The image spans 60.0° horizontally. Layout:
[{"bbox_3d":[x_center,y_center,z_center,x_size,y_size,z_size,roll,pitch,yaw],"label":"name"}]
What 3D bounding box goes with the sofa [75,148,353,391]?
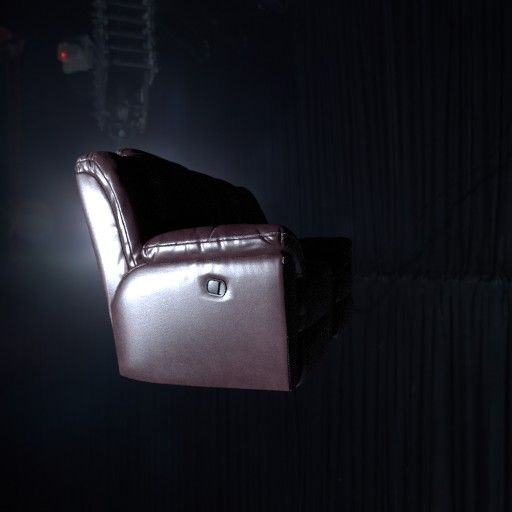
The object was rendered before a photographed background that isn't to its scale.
[{"bbox_3d":[0.000,0.000,2.625,0.991,1.043,2.058,0,1,19],"label":"sofa"}]
